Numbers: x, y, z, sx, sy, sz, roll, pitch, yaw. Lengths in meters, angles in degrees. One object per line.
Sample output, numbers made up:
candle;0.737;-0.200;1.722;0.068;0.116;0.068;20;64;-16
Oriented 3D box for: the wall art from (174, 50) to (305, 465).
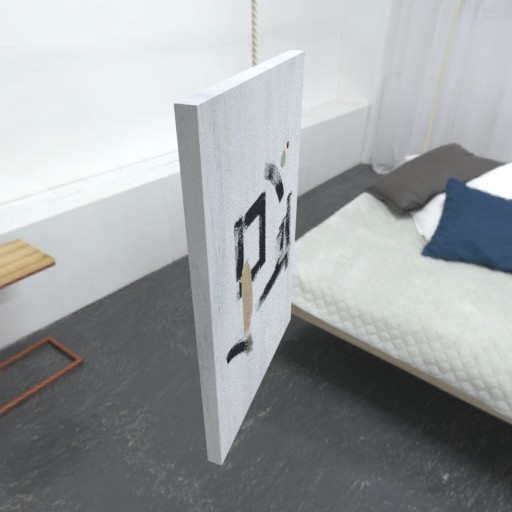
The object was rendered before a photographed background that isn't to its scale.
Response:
wall art;0.000;0.000;1.165;0.043;0.914;0.624;11;34;17
